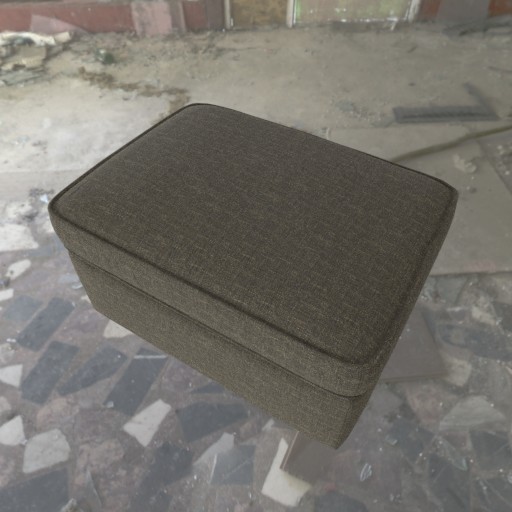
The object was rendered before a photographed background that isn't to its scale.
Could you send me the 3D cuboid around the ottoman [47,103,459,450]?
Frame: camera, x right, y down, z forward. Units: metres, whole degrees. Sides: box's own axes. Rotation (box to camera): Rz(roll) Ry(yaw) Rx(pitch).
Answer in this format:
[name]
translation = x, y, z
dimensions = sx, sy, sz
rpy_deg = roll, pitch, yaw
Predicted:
[ottoman]
translation = 0.000, 0.000, 1.071
dimensions = 0.749, 0.450, 0.549
rpy_deg = 24, 52, 21
